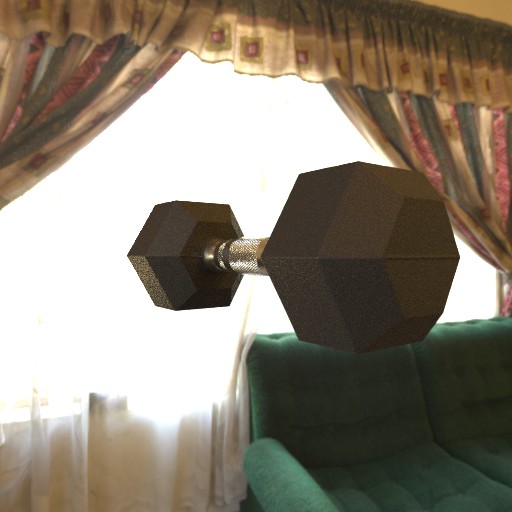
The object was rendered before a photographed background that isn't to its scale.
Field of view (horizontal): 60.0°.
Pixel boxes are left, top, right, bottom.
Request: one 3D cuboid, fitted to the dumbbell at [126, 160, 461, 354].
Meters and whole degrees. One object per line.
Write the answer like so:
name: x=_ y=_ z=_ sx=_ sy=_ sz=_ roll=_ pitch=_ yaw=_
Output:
dumbbell: x=0.000 y=0.000 z=0.351 sx=0.116 sy=0.101 sz=0.297 roll=0 pitch=1 yaw=-37
